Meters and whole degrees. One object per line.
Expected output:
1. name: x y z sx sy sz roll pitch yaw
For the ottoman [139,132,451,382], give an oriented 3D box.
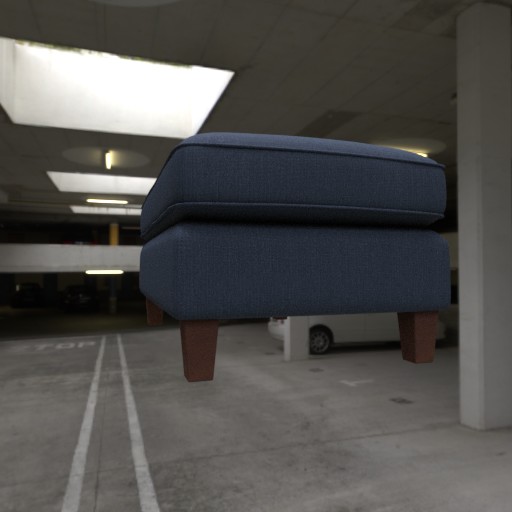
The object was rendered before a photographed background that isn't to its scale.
1. ottoman: 0.000 0.000 1.189 0.570 0.438 0.885 0 -1 -18
